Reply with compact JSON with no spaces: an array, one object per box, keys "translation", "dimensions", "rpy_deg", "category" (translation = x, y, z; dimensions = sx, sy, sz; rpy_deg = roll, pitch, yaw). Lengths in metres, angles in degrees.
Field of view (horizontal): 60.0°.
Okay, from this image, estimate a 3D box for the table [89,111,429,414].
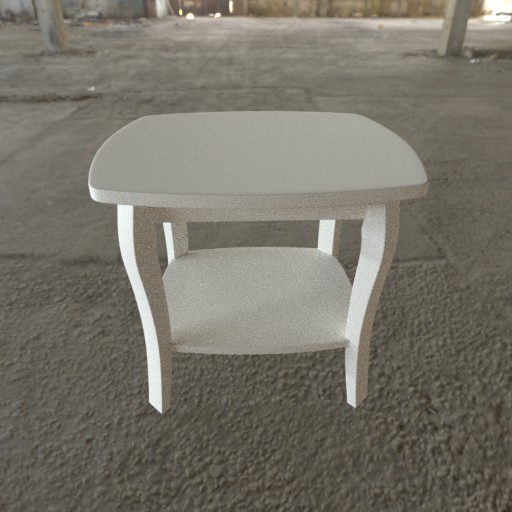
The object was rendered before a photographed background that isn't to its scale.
[{"translation":[0.000,0.000,0.844],"dimensions":[0.502,0.438,0.451],"rpy_deg":[-1,31,-2],"category":"table"}]
